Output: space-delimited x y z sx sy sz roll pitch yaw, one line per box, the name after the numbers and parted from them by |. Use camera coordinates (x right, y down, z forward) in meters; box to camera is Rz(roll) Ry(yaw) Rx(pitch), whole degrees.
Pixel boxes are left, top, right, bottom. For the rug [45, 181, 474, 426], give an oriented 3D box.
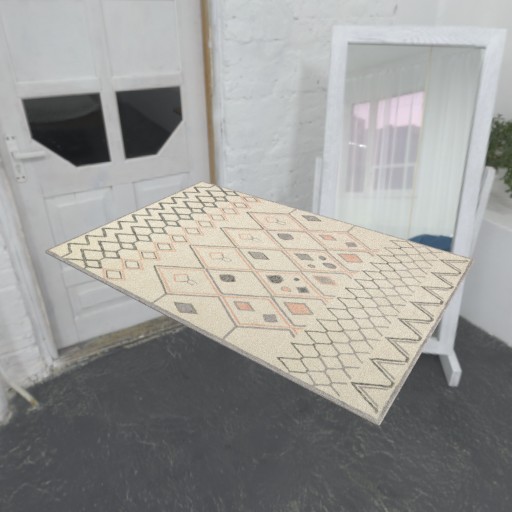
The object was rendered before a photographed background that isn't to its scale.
0.000 0.000 2.262 1.829 0.016 1.219 20 36 30 | rug
